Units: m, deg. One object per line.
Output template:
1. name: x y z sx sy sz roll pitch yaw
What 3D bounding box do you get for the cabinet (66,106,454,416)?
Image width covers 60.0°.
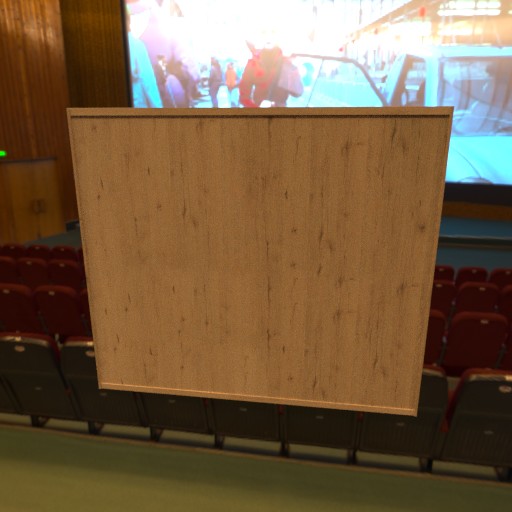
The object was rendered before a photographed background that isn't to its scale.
1. cabinet: 0.000 0.000 3.455 2.500 2.180 0.660 2 17 8
